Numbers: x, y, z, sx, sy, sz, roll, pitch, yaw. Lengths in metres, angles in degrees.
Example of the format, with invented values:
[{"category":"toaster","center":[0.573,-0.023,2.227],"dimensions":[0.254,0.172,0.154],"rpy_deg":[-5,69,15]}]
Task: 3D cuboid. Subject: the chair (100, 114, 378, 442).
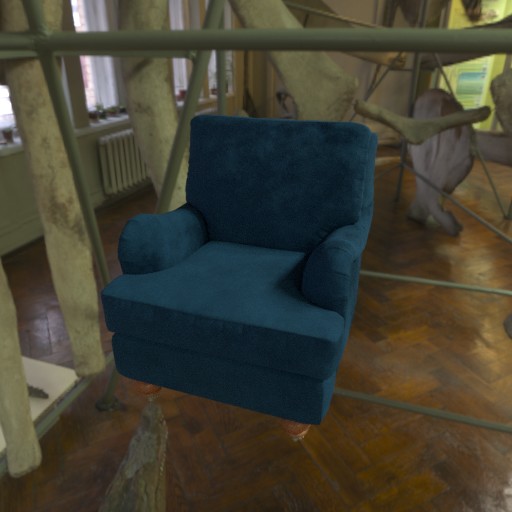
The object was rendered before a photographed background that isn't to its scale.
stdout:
[{"category":"chair","center":[0.000,0.000,1.905],"dimensions":[0.895,1.076,1.078],"rpy_deg":[9,27,17]}]
